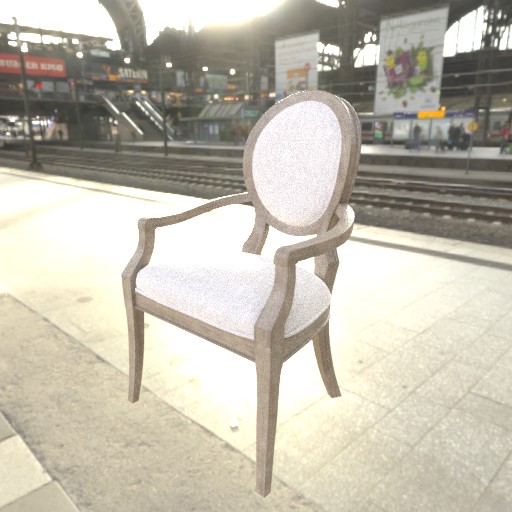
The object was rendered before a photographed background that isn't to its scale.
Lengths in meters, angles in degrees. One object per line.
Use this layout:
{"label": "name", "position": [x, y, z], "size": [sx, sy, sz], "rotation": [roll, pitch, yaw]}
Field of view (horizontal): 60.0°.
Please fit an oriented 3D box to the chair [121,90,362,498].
{"label": "chair", "position": [0.000, 0.000, 1.362], "size": [0.611, 0.991, 0.602], "rotation": [14, 21, 40]}
